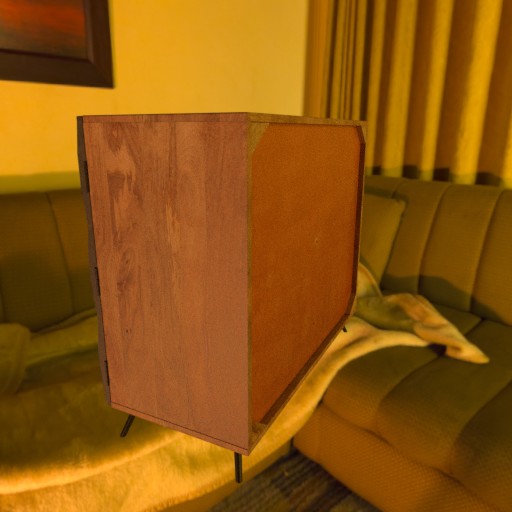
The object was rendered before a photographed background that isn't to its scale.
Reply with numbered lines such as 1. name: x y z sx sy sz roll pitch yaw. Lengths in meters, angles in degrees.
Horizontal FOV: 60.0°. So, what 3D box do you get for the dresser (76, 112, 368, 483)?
1. dresser: 0.000 0.000 1.435 0.446 0.847 0.967 8 18 26
